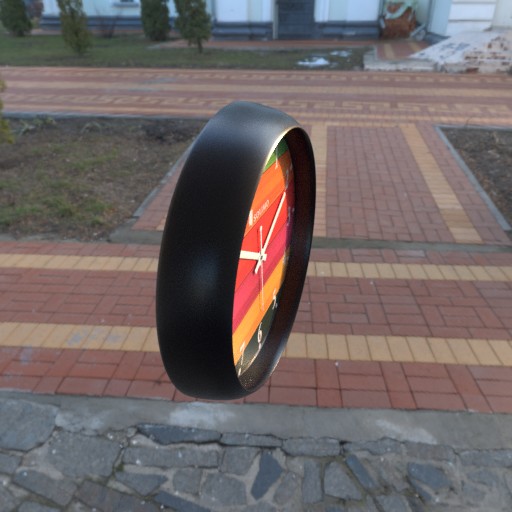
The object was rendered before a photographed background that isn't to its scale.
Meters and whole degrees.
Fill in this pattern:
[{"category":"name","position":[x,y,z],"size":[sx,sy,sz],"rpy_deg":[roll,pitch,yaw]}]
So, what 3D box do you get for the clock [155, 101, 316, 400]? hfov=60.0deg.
[{"category":"clock","position":[0.000,0.000,0.458],"size":[0.060,0.300,0.300],"rpy_deg":[11,31,18]}]
